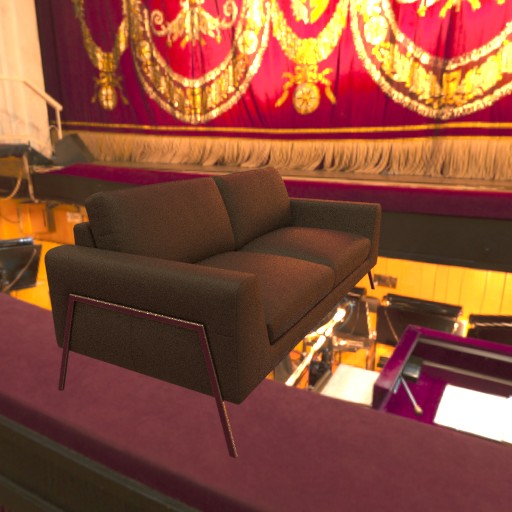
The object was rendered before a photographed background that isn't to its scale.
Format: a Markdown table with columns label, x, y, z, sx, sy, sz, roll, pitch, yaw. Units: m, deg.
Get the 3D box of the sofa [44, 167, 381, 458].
| label | x | y | z | sx | sy | sz | roll | pitch | yaw |
| --- | --- | --- | --- | --- | --- | --- | --- | --- | --- |
| sofa | 0.000 | 0.000 | 2.512 | 0.953 | 0.875 | 2.017 | 8 | 17 | 27 |
